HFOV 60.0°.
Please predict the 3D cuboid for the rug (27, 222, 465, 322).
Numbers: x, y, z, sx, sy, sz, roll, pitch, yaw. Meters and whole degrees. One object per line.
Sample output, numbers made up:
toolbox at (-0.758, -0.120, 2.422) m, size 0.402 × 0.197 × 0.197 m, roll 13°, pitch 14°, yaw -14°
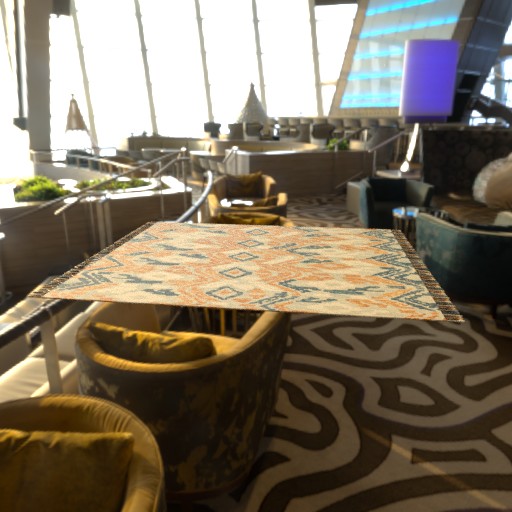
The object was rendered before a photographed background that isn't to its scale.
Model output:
rug at (0.000, 0.000, 4.180) m, size 3.048 × 0.010 × 2.439 m, roll 2°, pitch 18°, yaw 8°
